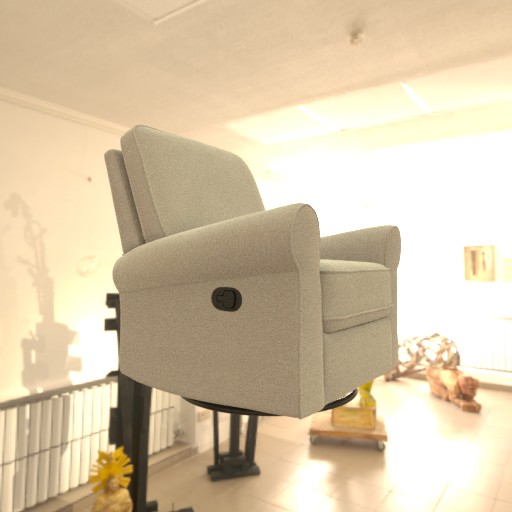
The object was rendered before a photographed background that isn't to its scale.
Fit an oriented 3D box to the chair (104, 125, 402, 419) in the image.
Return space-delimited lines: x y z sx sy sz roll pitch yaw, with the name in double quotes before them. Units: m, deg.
"chair" 0.000 0.000 1.659 0.878 0.960 0.890 -1 -2 35
